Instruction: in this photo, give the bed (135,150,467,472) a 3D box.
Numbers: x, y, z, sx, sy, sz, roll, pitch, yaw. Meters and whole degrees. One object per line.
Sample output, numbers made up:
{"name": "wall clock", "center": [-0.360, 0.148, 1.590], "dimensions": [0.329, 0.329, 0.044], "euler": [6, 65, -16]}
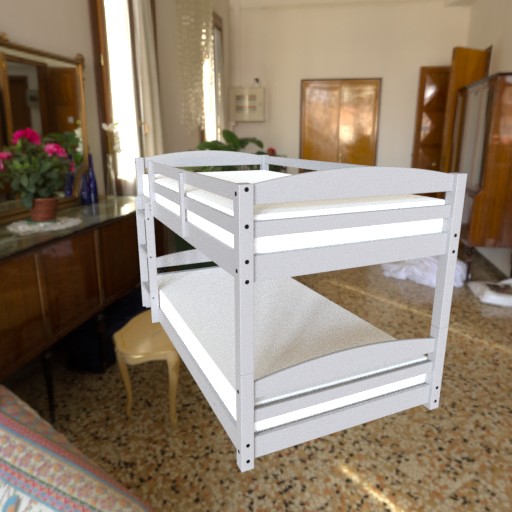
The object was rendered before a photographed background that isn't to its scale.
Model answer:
{"name": "bed", "center": [0.000, 0.000, 2.733], "dimensions": [1.105, 1.206, 2.013], "euler": [-7, 17, -24]}
